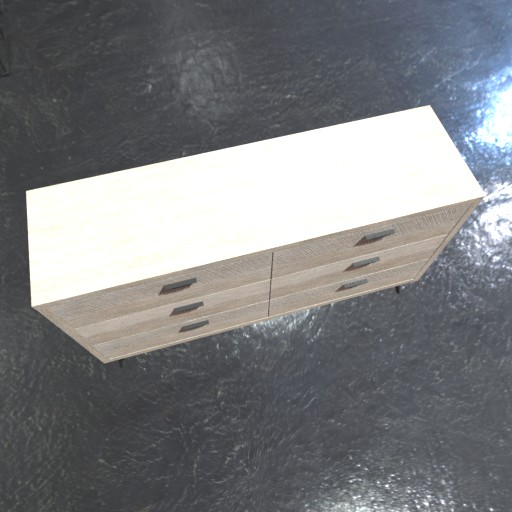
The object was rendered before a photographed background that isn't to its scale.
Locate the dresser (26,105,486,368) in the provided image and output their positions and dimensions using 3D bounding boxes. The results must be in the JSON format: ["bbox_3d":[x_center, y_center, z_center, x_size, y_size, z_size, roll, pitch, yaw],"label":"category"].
[{"bbox_3d":[0.000,0.000,1.932,1.524,0.914,0.457,-14,64,-7],"label":"dresser"}]
